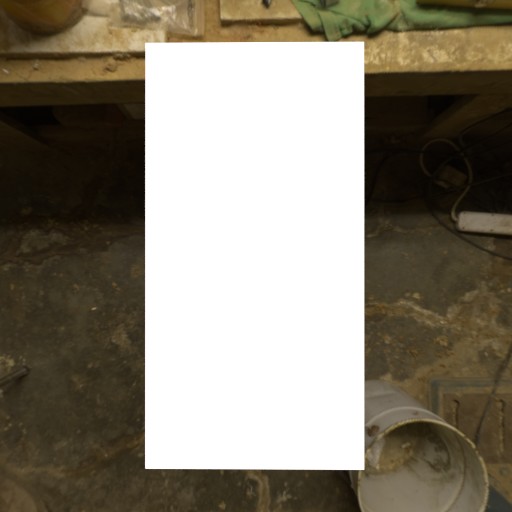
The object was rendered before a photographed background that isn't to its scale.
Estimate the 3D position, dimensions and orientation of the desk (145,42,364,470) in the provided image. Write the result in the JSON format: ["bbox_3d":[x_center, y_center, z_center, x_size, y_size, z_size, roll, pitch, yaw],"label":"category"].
[{"bbox_3d":[0.000,0.000,1.500,0.560,0.730,1.096,0,90,1],"label":"desk"}]
